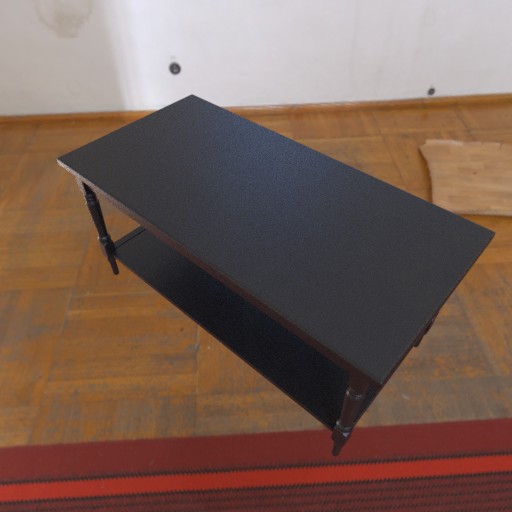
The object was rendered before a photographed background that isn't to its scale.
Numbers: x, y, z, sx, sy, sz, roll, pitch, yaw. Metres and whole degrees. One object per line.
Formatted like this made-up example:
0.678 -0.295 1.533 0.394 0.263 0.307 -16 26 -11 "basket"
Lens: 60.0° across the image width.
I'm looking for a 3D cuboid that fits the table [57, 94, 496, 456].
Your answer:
0.000 0.000 1.394 1.107 0.510 0.550 33 54 27 "table"
